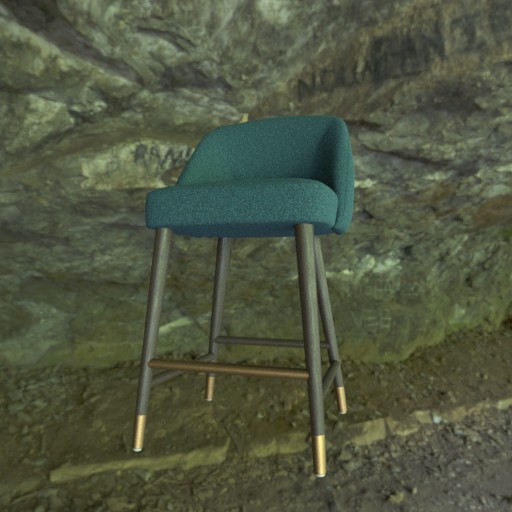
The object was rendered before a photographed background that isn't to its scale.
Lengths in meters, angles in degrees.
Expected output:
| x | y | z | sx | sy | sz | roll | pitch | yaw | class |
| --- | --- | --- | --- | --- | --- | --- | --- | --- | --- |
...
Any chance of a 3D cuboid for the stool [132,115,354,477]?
| x | y | z | sx | sy | sz | roll | pitch | yaw | class |
| --- | --- | --- | --- | --- | --- | --- | --- | --- | --- |
| 0.000 | 0.000 | 1.243 | 0.536 | 0.939 | 0.522 | 0 | -2 | 18 | stool |
